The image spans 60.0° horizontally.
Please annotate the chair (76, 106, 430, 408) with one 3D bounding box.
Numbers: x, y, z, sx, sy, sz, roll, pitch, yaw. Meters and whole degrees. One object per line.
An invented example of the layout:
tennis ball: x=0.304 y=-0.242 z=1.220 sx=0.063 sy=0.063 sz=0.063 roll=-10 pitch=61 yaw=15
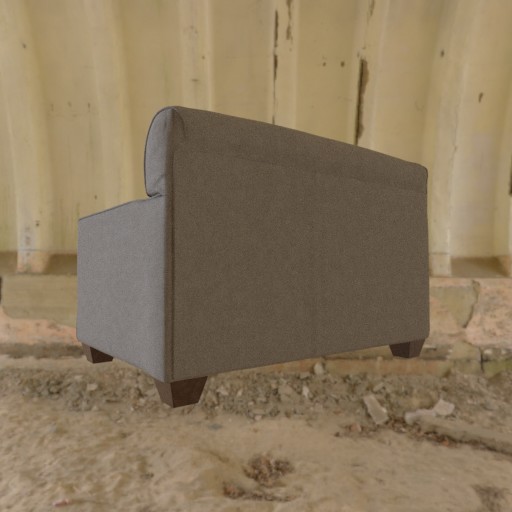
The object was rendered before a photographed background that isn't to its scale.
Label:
chair: x=0.000 y=0.000 z=2.075 sx=1.395 sy=0.953 sz=0.992 roll=1 pitch=-2 yaw=-37
